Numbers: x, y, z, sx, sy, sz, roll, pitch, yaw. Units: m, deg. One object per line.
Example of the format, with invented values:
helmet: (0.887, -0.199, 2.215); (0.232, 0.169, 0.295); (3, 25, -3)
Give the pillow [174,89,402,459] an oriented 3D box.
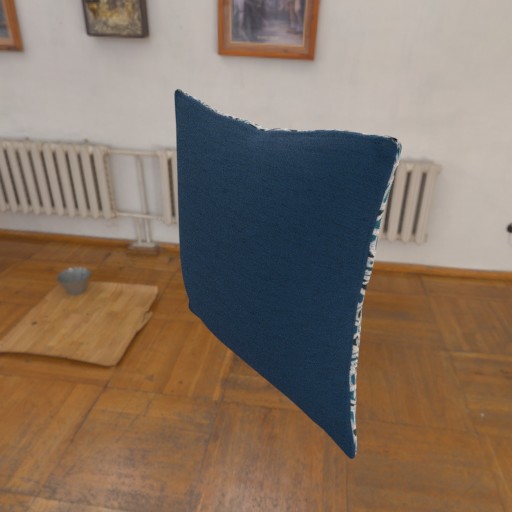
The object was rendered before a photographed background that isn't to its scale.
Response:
pillow: (0.000, 0.000, 0.645); (0.145, 0.420, 0.440); (-18, 32, -32)
